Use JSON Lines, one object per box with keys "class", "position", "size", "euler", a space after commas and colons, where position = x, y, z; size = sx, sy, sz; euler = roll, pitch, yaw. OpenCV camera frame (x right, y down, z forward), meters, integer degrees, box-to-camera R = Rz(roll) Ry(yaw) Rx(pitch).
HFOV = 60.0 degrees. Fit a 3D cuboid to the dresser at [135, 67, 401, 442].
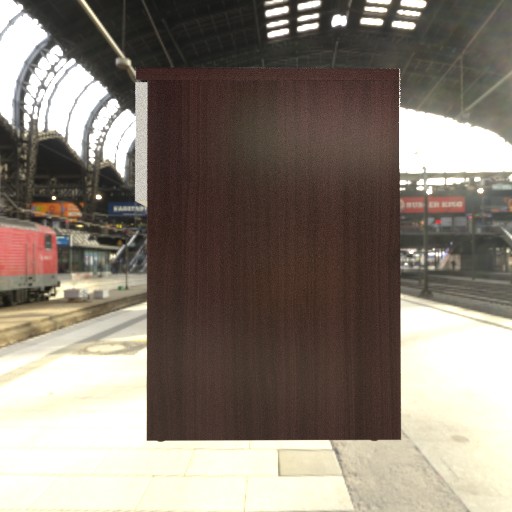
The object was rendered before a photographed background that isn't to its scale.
{"class": "dresser", "position": [0.000, 0.000, 0.756], "size": [0.360, 0.470, 0.400], "euler": [0, -1, -1]}
